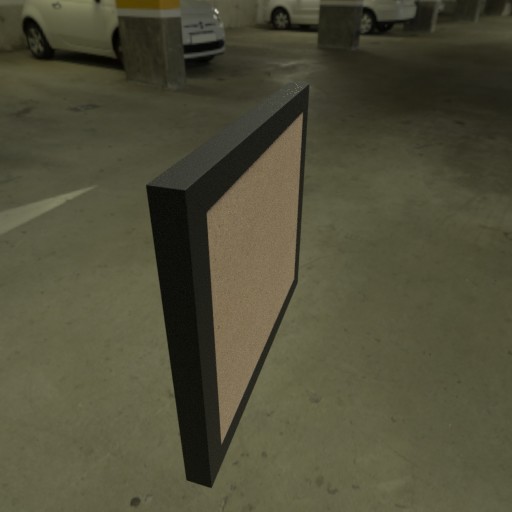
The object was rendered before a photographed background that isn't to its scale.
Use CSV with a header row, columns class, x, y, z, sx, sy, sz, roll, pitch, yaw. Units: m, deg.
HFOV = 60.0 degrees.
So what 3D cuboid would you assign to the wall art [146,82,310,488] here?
class,x,y,z,sx,sy,sz,roll,pitch,yaw
wall art,0.000,0.000,0.521,0.028,0.321,0.381,9,32,15
